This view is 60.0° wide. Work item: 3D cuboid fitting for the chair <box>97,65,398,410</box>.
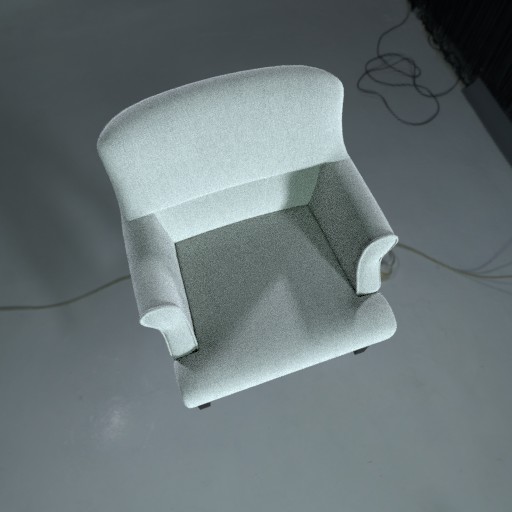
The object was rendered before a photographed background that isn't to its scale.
[{"bbox_3d":[0.000,0.000,1.472,0.781,0.875,0.750,-17,65,-8],"label":"chair"}]
